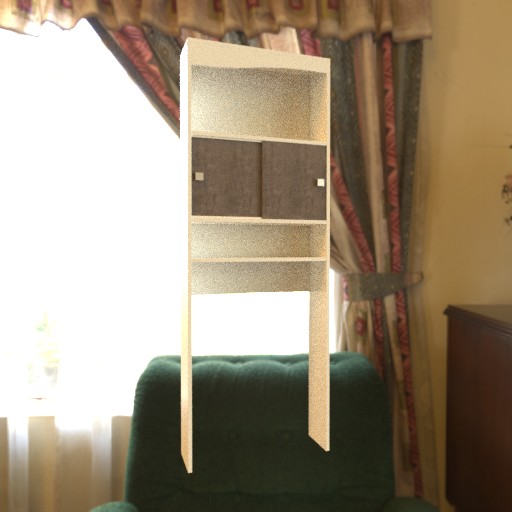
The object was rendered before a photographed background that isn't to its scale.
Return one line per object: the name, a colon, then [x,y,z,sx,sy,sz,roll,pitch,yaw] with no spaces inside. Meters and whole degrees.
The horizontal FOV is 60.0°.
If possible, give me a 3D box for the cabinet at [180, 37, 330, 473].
cabinet: [0.000,0.000,1.985,0.643,1.770,0.192,0,1,-18]
